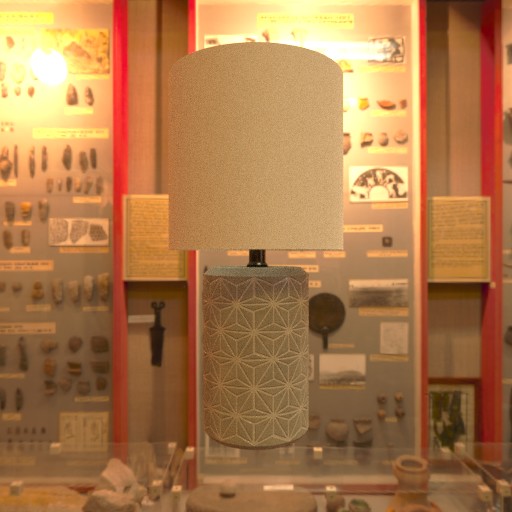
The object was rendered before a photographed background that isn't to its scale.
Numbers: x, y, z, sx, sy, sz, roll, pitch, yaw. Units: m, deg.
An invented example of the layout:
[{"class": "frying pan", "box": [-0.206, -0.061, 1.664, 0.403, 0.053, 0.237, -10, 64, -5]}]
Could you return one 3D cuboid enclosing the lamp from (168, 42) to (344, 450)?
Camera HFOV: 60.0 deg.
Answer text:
[{"class": "lamp", "box": [0.000, 0.000, 0.533, 0.206, 0.416, 0.206, 0, 0, 1]}]
